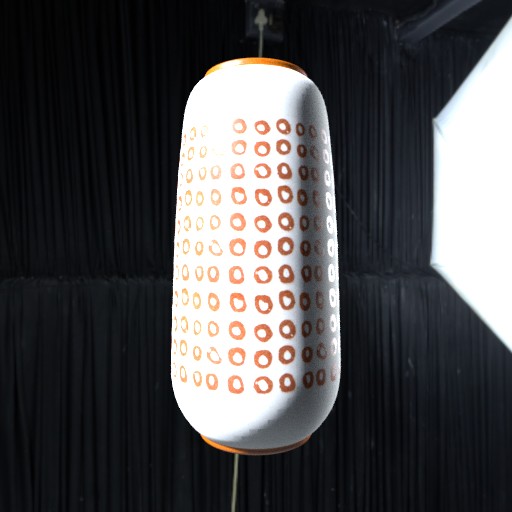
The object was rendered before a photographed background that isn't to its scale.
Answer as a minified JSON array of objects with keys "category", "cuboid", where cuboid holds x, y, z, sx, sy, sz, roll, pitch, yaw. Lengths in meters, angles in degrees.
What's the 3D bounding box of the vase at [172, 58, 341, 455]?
[{"category":"vase","cuboid":[0.000,0.000,0.355,0.133,0.282,0.133,0,0,0]}]
